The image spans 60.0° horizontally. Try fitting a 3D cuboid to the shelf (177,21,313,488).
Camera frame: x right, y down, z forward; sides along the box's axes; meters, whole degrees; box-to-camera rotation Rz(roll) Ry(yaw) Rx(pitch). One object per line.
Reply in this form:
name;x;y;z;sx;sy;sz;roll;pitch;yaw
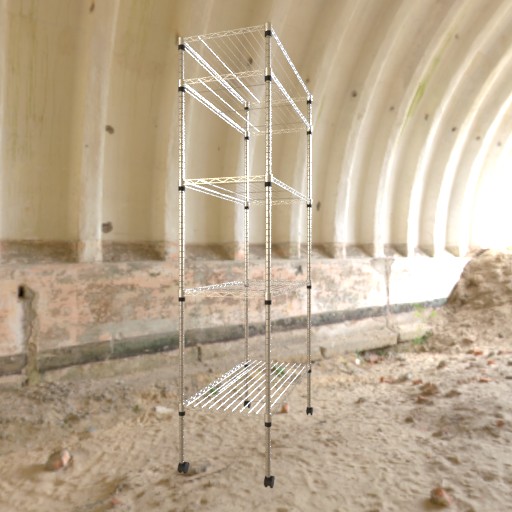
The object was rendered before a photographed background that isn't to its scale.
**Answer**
shelf;0.000;0.000;1.911;0.356;1.587;0.762;0;0;18
